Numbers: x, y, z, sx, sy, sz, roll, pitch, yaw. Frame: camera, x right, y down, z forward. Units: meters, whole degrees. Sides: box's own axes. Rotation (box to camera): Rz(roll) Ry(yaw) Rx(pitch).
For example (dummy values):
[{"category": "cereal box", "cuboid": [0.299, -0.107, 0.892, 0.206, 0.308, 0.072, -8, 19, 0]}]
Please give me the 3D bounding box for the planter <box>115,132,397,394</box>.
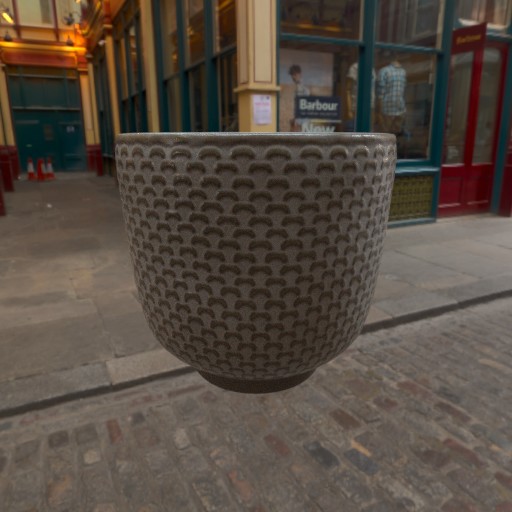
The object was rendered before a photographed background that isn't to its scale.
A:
[{"category": "planter", "cuboid": [0.000, 0.000, 0.302, 0.173, 0.160, 0.173, 0, 15, 0]}]
